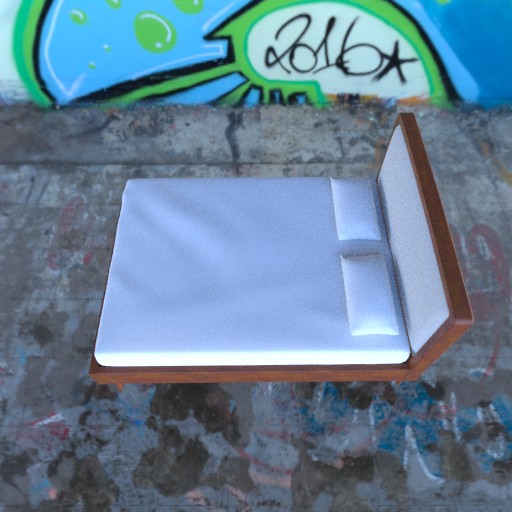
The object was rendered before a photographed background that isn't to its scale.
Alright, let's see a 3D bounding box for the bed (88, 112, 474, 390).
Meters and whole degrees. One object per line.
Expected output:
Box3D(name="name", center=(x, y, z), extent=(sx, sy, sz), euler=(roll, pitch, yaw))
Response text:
Box3D(name="bed", center=(0.000, 0.000, 3.169), extent=(2.196, 1.275, 1.587), euler=(0, 58, 0))
